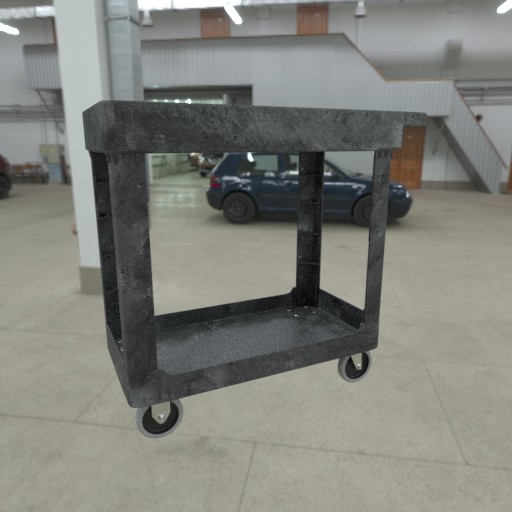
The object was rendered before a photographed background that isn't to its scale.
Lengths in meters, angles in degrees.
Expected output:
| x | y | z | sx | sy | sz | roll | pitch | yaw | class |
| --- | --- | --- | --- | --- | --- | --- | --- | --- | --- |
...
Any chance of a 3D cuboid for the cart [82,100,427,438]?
| x | y | z | sx | sy | sz | roll | pitch | yaw | class |
| --- | --- | --- | --- | --- | --- | --- | --- | --- | --- |
| 0.000 | 0.000 | 1.333 | 0.877 | 0.824 | 0.420 | -7 | 16 | -25 | cart |
